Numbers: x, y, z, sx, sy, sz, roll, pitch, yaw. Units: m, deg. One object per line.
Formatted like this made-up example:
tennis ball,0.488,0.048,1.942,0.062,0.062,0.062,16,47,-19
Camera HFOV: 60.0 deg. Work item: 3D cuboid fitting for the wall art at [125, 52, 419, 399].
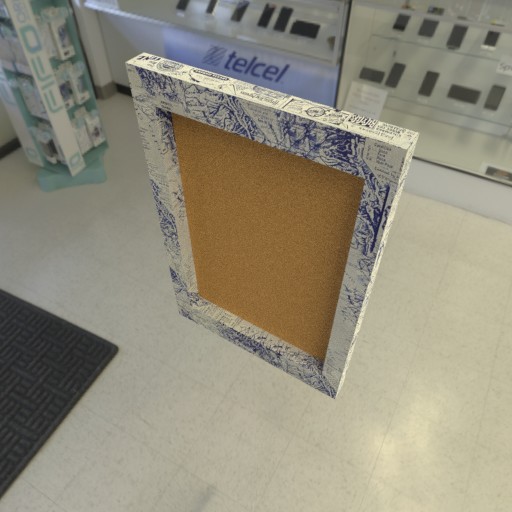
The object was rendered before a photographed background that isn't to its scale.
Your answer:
wall art,0.000,0.000,0.778,0.408,0.601,0.040,24,52,21
